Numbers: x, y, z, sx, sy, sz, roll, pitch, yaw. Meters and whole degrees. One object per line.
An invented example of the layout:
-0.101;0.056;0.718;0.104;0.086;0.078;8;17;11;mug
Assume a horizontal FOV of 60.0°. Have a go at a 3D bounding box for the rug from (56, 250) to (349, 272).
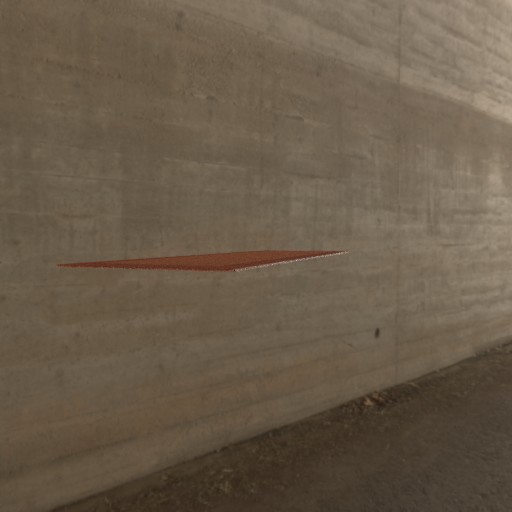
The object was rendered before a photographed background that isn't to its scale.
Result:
0.000;0.000;2.721;0.914;0.013;2.471;1;2;17;rug
